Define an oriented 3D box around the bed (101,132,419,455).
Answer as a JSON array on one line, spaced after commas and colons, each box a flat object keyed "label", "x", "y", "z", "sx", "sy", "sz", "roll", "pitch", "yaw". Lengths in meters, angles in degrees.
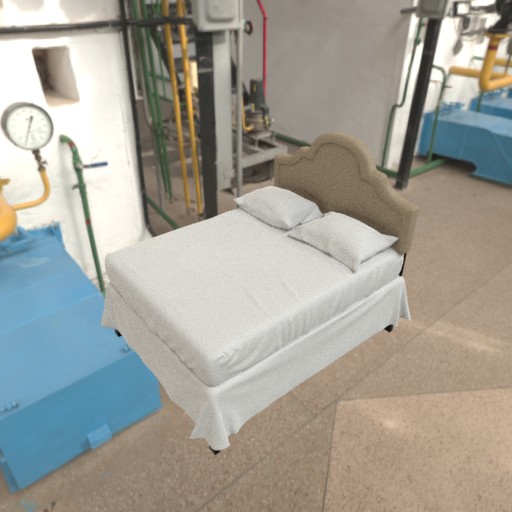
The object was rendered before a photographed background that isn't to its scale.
[{"label": "bed", "x": 0.000, "y": 0.000, "z": 3.599, "sx": 2.222, "sy": 1.634, "sz": 1.780, "roll": -24, "pitch": 39, "yaw": -33}]
